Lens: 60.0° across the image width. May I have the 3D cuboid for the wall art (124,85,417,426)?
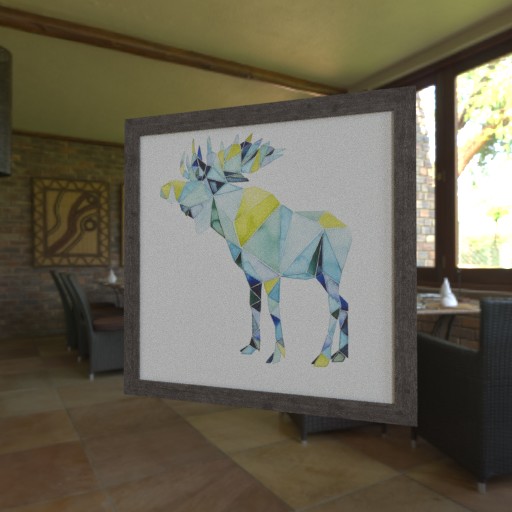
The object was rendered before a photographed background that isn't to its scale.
[{"bbox_3d":[0.000,0.000,0.671,0.457,0.457,0.013,0,-1,18],"label":"wall art"}]
